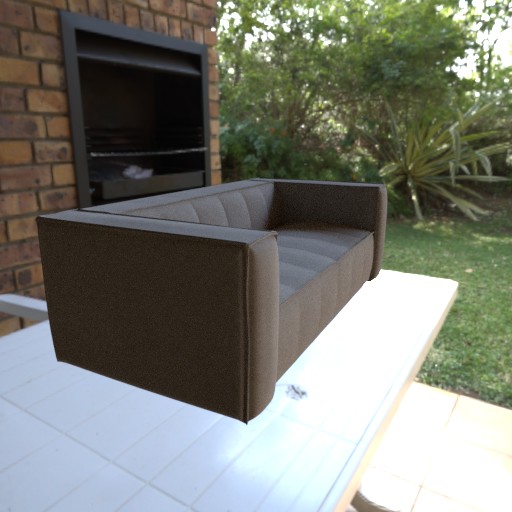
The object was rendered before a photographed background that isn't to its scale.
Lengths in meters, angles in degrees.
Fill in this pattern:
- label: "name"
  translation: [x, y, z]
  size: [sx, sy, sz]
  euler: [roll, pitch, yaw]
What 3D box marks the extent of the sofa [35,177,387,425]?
- label: "sofa"
  translation: [0.000, 0.000, 2.463]
  size: [1.038, 0.680, 1.995]
  euler: [8, 17, 27]
